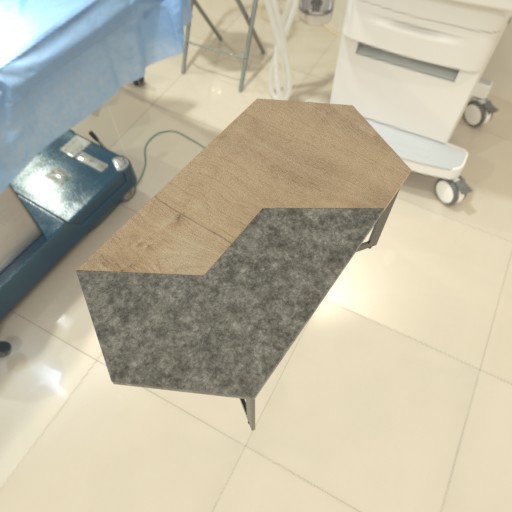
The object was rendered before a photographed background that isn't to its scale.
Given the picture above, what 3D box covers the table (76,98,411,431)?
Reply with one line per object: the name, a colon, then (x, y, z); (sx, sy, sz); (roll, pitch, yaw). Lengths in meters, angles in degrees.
table: (0.000, 0.000, 1.531); (0.609, 0.457, 1.219); (31, 63, 18)
